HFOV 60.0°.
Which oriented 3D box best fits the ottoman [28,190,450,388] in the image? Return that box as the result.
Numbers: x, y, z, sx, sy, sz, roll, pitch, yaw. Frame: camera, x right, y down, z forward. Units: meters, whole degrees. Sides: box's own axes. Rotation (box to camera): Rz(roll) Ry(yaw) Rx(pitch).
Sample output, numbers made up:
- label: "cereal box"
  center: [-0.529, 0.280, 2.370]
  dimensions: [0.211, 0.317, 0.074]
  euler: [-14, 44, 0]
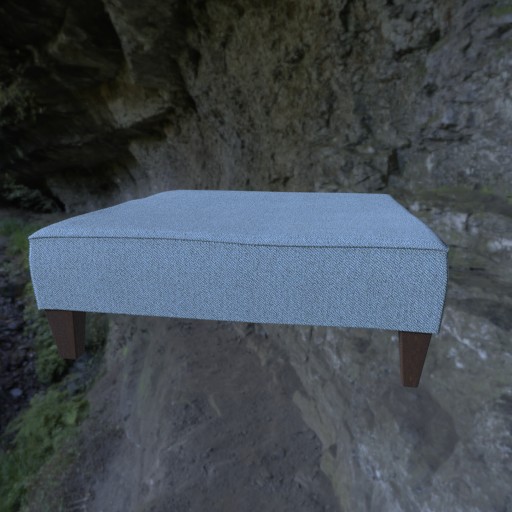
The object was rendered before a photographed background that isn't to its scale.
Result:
- label: "ottoman"
  center: [0.000, 0.000, 1.509]
  dimensions: [1.004, 0.379, 0.968]
  euler: [2, 15, 9]
